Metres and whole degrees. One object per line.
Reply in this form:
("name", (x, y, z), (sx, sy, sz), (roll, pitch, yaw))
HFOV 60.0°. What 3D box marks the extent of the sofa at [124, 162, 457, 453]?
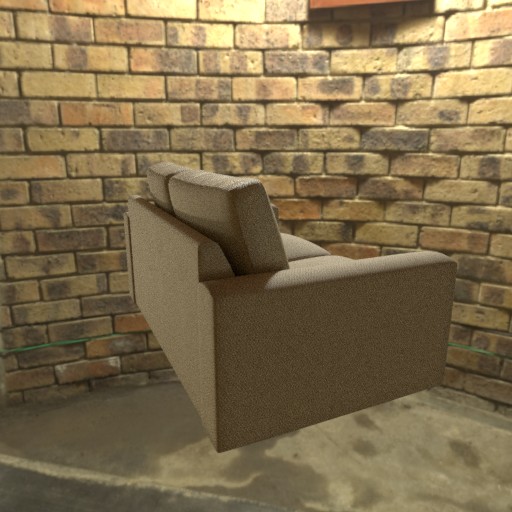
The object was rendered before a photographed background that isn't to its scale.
("sofa", (0.000, 0.000, 2.201), (1.016, 0.873, 1.616), (-7, 17, -24))
